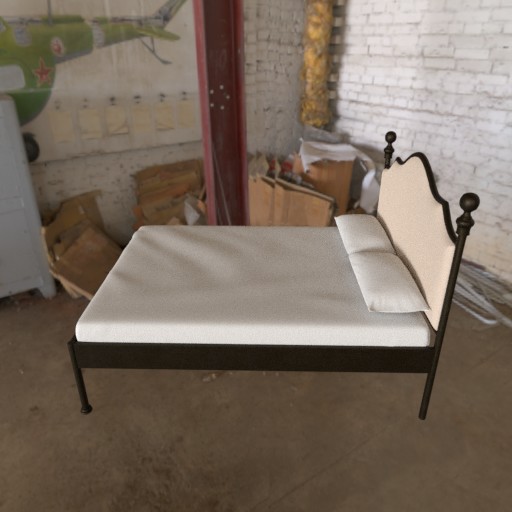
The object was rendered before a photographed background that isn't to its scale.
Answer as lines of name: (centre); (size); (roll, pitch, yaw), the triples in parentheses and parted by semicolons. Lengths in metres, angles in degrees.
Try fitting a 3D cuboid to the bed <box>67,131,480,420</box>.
bed: (0.000, 0.000, 3.200); (2.224, 1.499, 1.642); (1, 26, 1)
